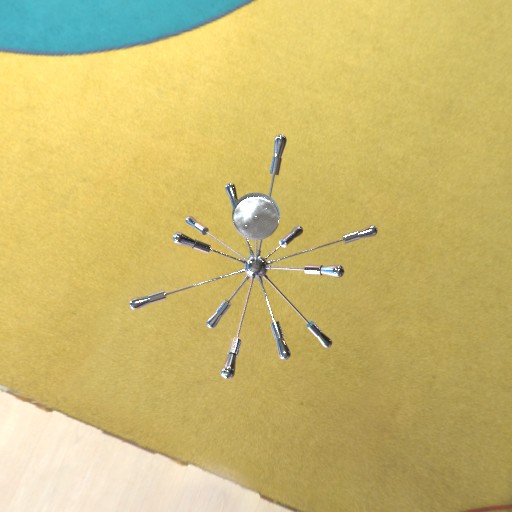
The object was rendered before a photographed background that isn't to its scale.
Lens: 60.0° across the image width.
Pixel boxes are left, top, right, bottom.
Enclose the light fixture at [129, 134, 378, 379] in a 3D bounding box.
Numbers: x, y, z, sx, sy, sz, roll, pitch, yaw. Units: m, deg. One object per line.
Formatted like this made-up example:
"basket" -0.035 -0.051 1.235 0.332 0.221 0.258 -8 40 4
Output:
"light fixture" 0.000 0.000 1.063 0.684 0.558 0.509 -17 75 -5
